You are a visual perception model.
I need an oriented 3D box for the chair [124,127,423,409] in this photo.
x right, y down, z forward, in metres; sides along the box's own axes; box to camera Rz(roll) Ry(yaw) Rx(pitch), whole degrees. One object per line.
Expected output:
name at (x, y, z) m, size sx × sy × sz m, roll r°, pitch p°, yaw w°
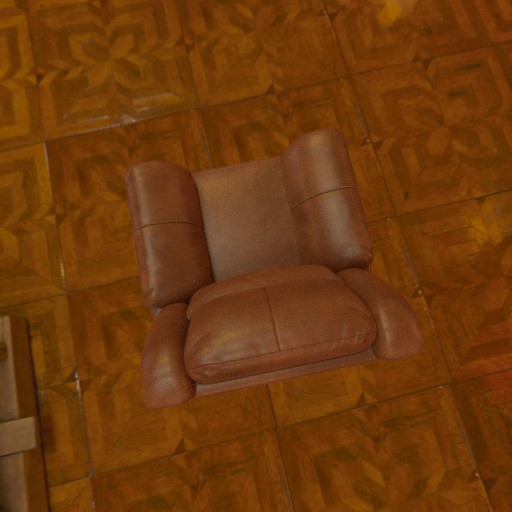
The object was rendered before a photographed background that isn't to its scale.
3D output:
chair at (0.000, 0.000, 1.909) m, size 0.990 × 1.093 × 1.041 m, roll -11°, pitch 76°, yaw -3°
